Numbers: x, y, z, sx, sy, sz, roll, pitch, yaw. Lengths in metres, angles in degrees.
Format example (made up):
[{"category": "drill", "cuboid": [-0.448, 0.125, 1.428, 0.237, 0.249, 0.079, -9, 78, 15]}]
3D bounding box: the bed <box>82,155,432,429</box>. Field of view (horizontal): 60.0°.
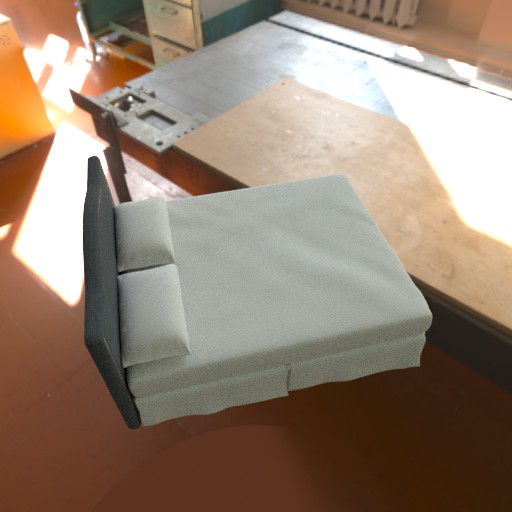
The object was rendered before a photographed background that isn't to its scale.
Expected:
[{"category": "bed", "cuboid": [0.000, 0.000, 4.068, 2.689, 1.457, 2.161, -10, 48, -9]}]
